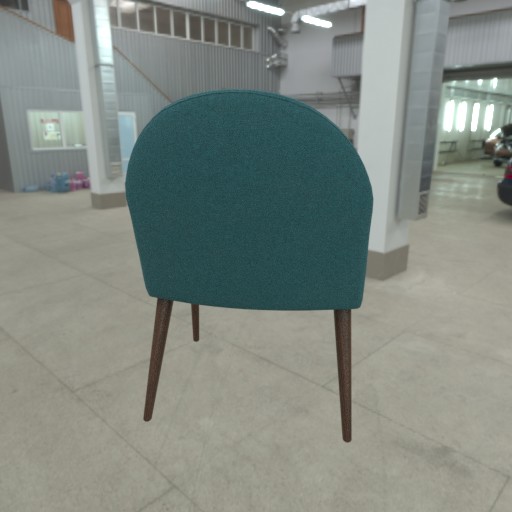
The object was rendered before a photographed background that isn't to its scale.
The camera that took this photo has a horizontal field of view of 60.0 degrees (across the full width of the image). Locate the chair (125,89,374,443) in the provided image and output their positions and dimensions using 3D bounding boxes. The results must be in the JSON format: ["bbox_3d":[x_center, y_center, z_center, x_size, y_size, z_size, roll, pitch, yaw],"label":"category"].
[{"bbox_3d":[0.000,0.000,1.349,0.656,0.907,0.652,3,16,9],"label":"chair"}]
